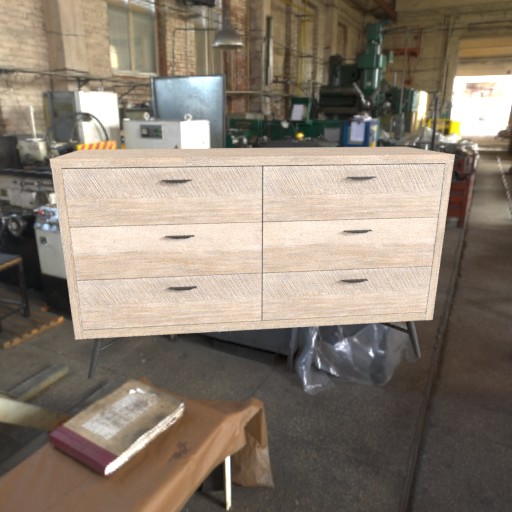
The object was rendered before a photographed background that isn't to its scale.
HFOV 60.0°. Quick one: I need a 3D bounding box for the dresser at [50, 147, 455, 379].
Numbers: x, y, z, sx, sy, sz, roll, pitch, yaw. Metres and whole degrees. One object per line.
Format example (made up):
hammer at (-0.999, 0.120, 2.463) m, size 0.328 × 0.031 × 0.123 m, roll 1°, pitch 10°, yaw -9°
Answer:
dresser at (0.000, 0.000, 1.996) m, size 1.524 × 0.914 × 0.457 m, roll -2°, pitch 18°, yaw -6°
